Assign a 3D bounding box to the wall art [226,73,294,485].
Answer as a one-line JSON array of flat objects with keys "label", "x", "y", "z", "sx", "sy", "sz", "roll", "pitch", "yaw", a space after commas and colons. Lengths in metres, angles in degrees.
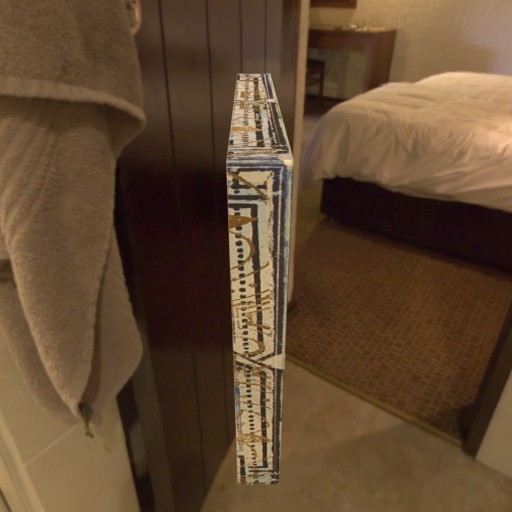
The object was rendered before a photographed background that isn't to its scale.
[{"label": "wall art", "x": 0.000, "y": 0.000, "z": 0.455, "sx": 0.038, "sy": 0.306, "sz": 0.302, "roll": 0, "pitch": 31, "yaw": -1}]
